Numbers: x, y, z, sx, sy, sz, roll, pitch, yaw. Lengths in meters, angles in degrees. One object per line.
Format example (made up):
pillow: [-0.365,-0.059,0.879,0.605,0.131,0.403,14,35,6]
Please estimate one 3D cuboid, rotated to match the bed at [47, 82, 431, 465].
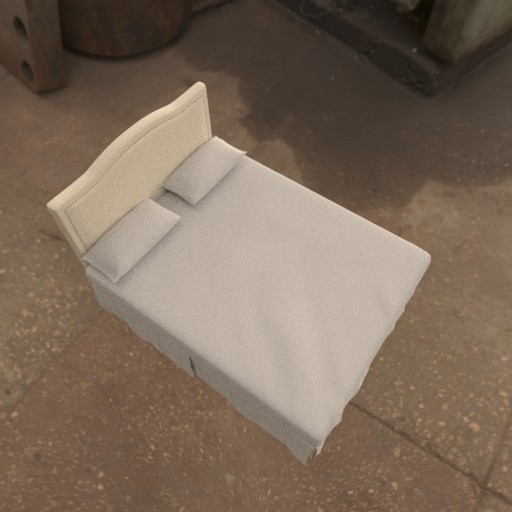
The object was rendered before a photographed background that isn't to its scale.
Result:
bed: [0.000,0.000,3.655,2.477,1.437,1.977,31,63,18]
